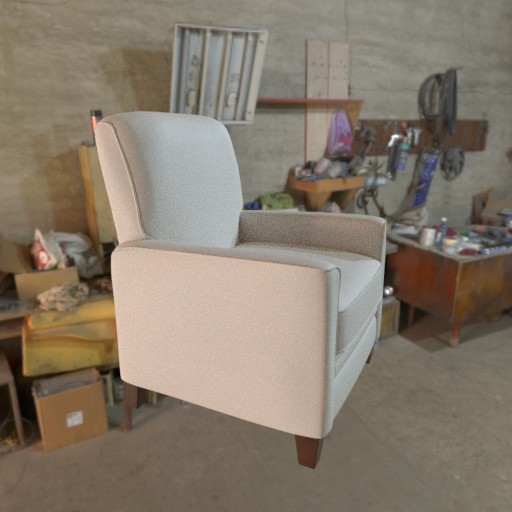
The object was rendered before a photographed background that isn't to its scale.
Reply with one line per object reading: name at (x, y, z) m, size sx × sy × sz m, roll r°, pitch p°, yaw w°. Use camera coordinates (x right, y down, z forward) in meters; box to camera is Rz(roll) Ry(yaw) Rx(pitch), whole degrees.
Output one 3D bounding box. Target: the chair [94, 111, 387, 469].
chair at (0.000, 0.000, 1.647) m, size 0.858 × 1.028 × 0.841 m, roll 7°, pitch 17°, yaw 25°
